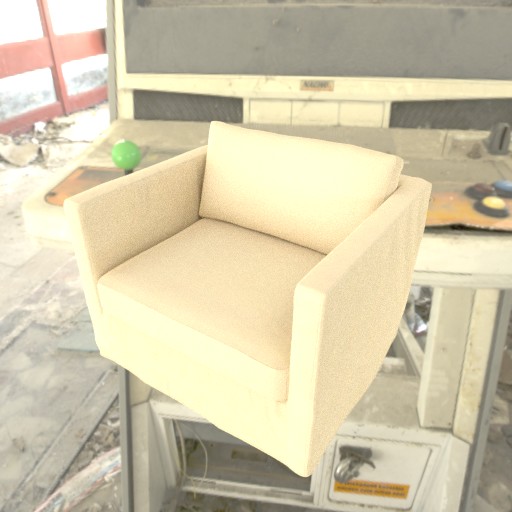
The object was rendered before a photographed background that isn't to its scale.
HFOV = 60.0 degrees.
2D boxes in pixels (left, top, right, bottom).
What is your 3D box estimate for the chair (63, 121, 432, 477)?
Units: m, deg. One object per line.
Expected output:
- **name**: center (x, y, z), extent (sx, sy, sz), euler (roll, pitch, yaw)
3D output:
- **chair**: center (0.000, 0.000, 1.760), extent (1.057, 0.851, 0.947), euler (19, 36, 29)
